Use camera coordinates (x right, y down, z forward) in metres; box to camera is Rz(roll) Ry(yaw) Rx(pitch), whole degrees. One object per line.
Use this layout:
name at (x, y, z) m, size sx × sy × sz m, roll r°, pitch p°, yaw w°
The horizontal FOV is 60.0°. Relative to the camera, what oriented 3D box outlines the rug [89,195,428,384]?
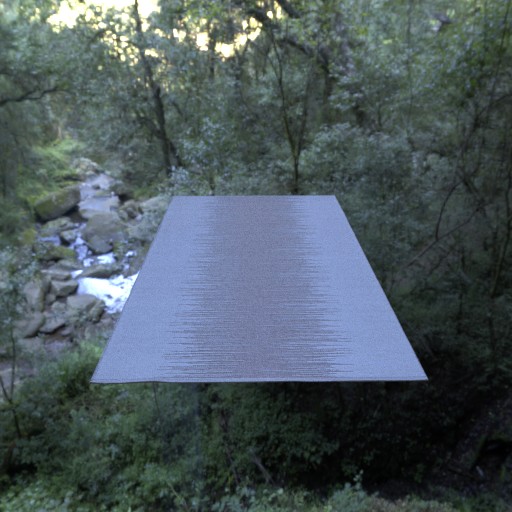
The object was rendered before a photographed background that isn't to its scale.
rug at (0.000, 0.000, 3.059) m, size 1.522 × 0.012 × 2.440 m, roll 0°, pitch 27°, yaw -1°
